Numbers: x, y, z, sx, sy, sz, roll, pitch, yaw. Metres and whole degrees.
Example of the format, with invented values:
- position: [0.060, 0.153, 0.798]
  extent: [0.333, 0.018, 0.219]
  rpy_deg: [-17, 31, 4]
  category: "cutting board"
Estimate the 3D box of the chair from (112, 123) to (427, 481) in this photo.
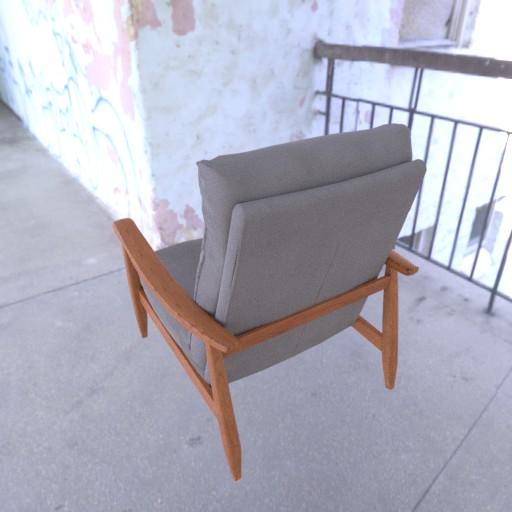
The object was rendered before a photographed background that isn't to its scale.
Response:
- position: [0.000, 0.000, 1.507]
  extent: [0.782, 0.922, 0.816]
  rpy_deg: [-18, 34, -28]
  category: "chair"
